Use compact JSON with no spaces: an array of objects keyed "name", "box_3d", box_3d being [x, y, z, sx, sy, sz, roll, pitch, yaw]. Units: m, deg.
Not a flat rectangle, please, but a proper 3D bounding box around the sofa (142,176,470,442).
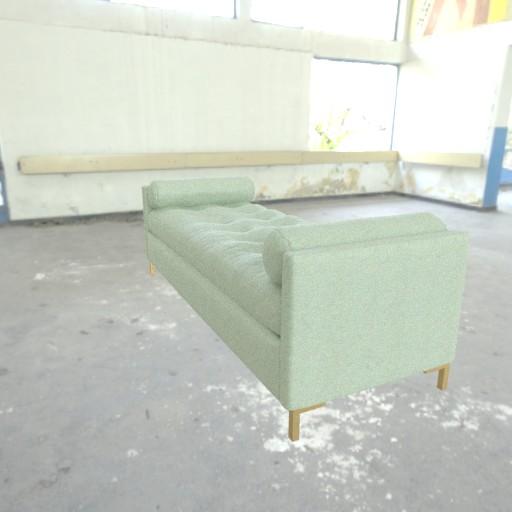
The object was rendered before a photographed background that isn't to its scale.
[{"name":"sofa","box_3d":[0.000,0.000,2.447,0.796,0.705,2.102,-7,17,-25]}]
